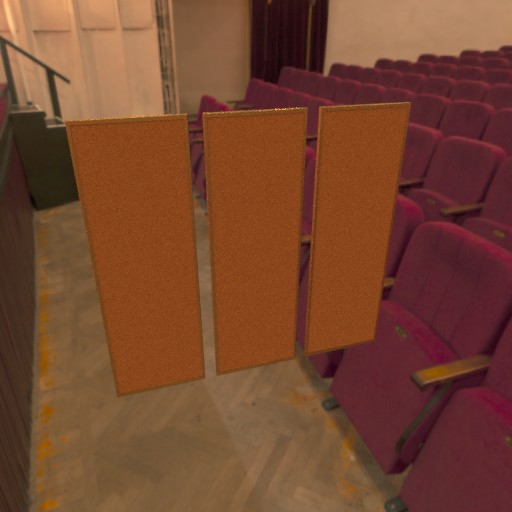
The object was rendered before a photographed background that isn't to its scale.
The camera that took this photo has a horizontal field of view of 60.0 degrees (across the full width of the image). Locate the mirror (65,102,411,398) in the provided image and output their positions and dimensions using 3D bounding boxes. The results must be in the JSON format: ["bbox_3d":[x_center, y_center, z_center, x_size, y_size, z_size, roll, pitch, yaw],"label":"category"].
[{"bbox_3d":[0.000,0.000,1.464,1.011,0.926,0.023,-8,28,-16],"label":"mirror"}]
